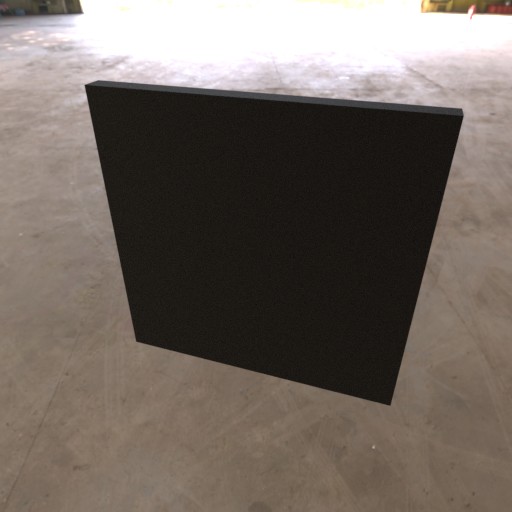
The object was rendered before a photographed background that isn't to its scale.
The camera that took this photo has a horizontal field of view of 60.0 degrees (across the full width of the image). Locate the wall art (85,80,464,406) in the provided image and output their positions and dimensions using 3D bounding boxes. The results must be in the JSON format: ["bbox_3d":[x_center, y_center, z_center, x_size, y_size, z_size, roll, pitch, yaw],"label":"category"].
[{"bbox_3d":[0.000,0.000,0.655,0.462,0.458,0.030,10,34,15],"label":"wall art"}]
